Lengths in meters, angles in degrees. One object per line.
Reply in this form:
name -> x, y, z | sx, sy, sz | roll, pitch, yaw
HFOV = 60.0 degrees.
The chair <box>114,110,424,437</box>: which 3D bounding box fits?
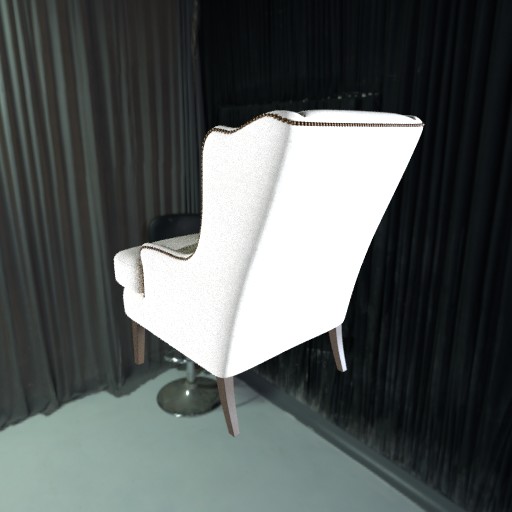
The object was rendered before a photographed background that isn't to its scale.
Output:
chair -> 0.000, 0.000, 1.687 | 0.737, 1.029, 0.940 | -14, 21, -41
